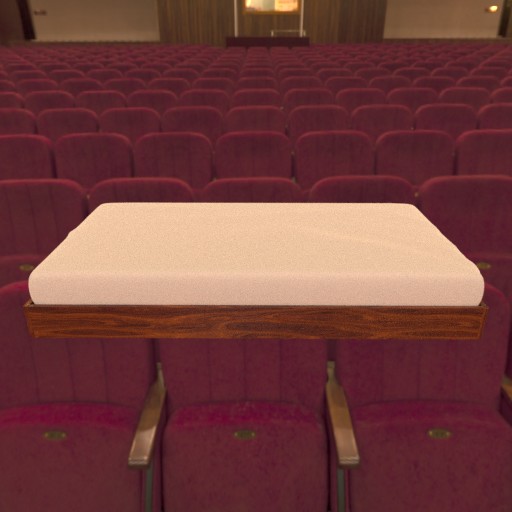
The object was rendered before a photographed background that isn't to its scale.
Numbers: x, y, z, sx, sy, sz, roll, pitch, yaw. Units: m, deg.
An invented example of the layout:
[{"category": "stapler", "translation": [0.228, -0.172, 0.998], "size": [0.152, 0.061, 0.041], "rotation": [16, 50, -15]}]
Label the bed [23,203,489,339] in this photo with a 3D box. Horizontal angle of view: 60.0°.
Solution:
[{"category": "bed", "translation": [0.000, 0.000, 2.190], "size": [1.860, 0.312, 0.940], "rotation": [0, 25, 0]}]
